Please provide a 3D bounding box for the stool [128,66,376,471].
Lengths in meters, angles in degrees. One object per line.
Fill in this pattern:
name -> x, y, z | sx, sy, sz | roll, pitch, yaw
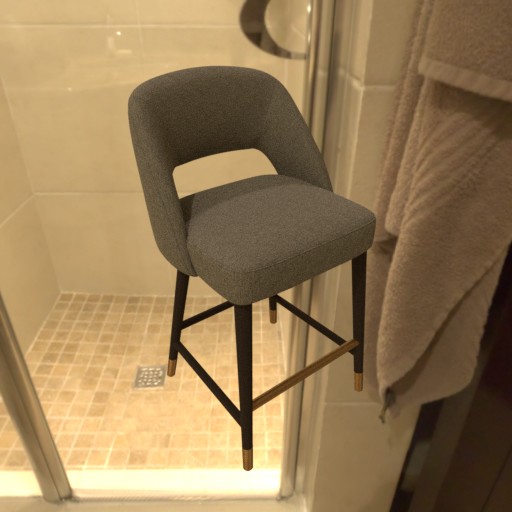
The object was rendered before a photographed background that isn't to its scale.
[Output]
stool -> 0.000, 0.000, 1.232 | 0.536, 0.925, 0.524 | -22, 37, -32
